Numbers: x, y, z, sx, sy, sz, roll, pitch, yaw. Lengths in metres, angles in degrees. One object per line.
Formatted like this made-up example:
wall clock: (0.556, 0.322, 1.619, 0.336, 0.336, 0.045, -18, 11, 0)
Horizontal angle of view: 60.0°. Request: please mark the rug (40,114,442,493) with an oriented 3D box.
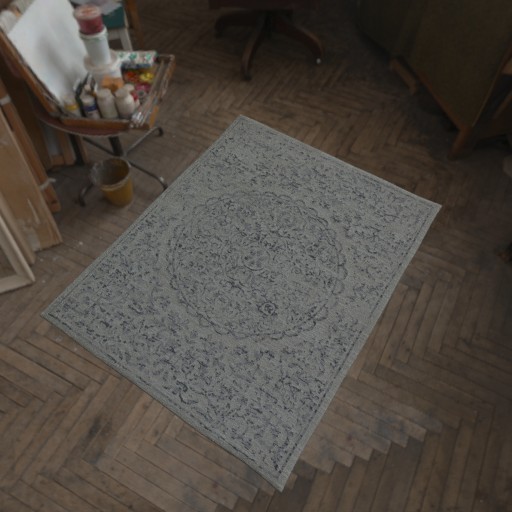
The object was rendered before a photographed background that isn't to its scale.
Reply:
rug: (0.000, 0.000, 3.943, 2.343, 0.026, 2.925, 29, 63, 17)
